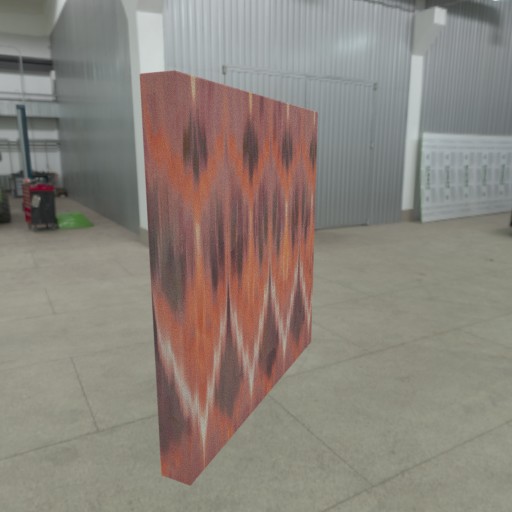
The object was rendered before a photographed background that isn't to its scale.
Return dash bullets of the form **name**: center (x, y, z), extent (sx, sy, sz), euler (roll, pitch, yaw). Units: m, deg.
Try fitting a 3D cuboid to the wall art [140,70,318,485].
- **wall art**: center (0.000, 0.000, 0.602), extent (0.038, 0.406, 0.403), euler (6, 14, 24)
